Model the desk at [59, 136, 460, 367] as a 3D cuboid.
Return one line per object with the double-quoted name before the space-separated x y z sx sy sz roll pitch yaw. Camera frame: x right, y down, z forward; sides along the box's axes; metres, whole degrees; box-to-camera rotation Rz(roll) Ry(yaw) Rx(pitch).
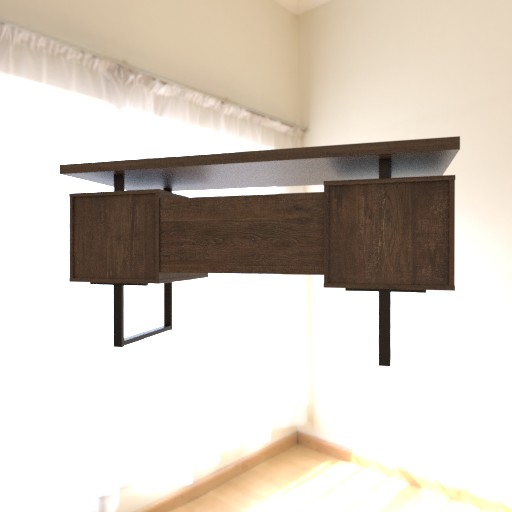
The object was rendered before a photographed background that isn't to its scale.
"desk" 0.000 0.000 1.905 1.524 0.760 0.600 0 0 17
